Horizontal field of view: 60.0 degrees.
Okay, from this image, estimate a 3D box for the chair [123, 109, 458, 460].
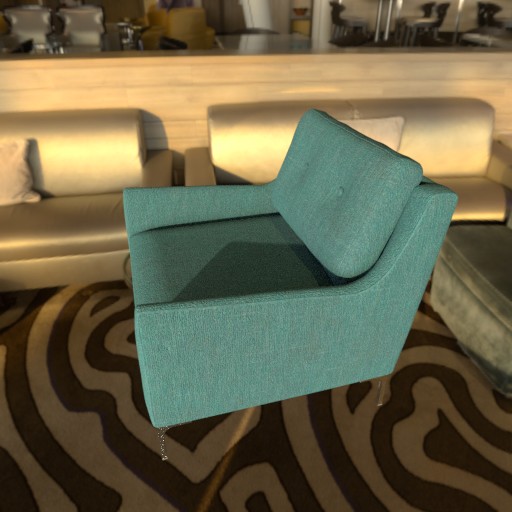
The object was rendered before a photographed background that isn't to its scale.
[{"bbox_3d":[0.000,0.000,1.531,0.849,0.828,0.847,-8,31,-14],"label":"chair"}]
